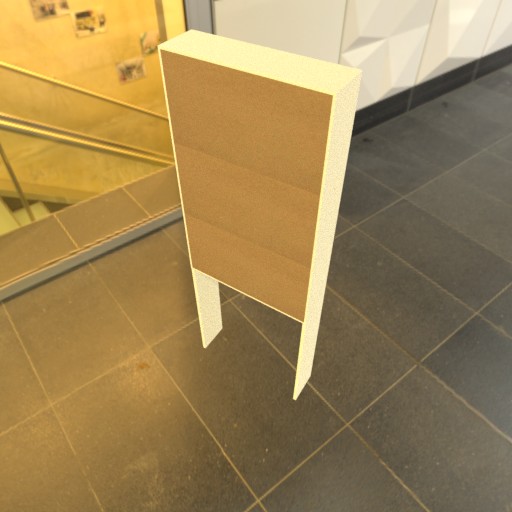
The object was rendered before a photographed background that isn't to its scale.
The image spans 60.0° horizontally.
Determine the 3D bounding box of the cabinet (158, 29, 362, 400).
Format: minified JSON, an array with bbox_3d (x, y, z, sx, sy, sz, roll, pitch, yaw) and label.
[{"bbox_3d":[0.000,0.000,2.013,0.643,1.770,0.192,24,50,22],"label":"cabinet"}]
